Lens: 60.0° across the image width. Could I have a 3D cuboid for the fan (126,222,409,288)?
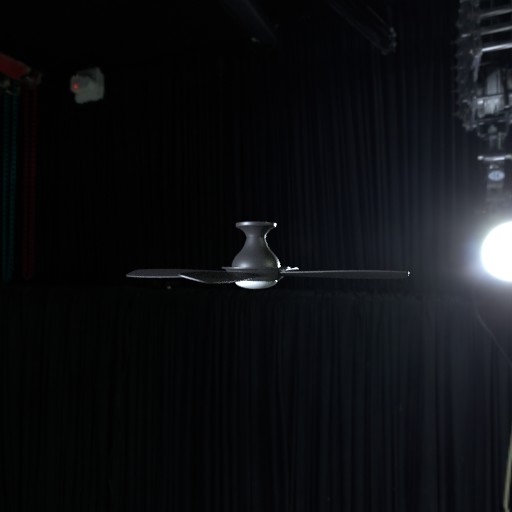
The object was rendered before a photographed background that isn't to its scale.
[{"bbox_3d":[0.000,0.000,2.596,1.694,0.382,1.694,0,-1,18],"label":"fan"}]
